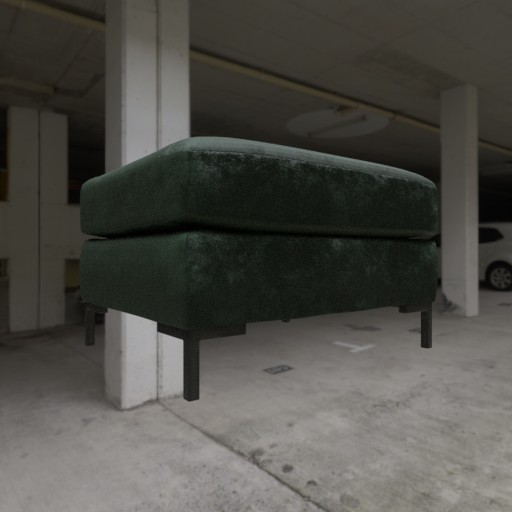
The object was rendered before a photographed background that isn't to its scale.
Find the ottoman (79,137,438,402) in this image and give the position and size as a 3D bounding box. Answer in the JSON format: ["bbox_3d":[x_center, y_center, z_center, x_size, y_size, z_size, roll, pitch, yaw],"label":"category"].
[{"bbox_3d":[0.000,0.000,1.317,0.839,0.538,0.701,0,0,-37],"label":"ottoman"}]
